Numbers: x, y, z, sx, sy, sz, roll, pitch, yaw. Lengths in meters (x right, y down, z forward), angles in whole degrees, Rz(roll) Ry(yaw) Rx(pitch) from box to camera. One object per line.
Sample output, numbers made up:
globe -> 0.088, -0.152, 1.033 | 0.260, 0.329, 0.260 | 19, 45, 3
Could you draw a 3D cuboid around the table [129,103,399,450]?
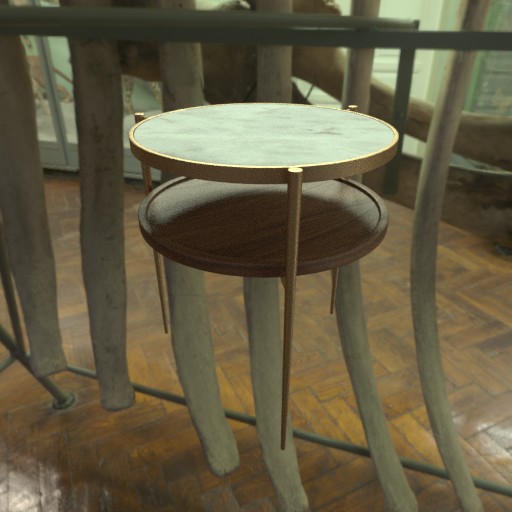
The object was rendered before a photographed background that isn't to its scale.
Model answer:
table -> 0.000, 0.000, 0.839 | 0.456, 0.493, 0.430 | 10, 31, 17
